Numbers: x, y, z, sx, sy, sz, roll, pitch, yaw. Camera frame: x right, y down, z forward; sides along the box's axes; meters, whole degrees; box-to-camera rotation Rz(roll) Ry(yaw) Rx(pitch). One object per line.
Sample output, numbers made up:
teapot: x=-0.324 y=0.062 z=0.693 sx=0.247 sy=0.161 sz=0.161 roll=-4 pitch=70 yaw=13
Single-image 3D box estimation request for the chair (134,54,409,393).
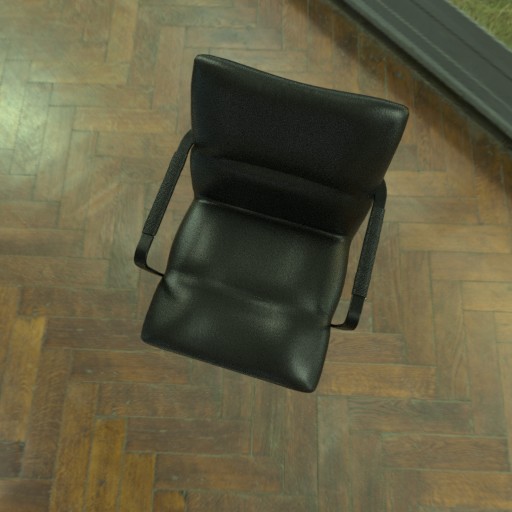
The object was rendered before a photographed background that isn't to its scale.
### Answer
chair: x=0.000 y=0.000 z=1.464 sx=0.719 sy=0.922 sz=0.748 roll=16 pitch=75 yaw=4
